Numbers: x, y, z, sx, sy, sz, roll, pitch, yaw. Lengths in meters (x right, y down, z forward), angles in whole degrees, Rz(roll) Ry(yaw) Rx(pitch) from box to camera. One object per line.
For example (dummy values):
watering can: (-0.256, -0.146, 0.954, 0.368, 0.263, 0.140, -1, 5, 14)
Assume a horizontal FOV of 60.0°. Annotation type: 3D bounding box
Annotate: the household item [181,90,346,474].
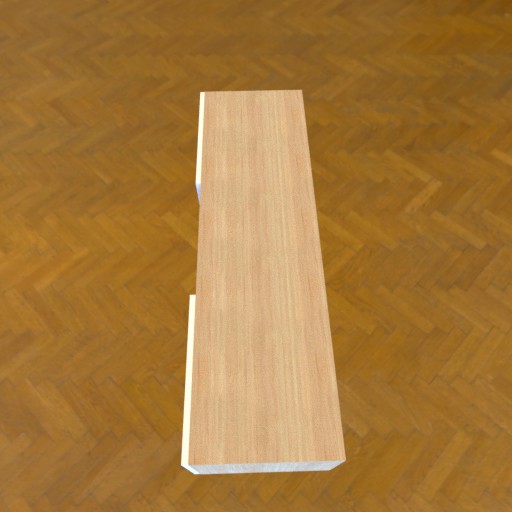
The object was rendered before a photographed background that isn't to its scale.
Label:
household item: (0.000, 0.000, 1.613, 0.420, 0.310, 1.400, -1, 60, -1)
